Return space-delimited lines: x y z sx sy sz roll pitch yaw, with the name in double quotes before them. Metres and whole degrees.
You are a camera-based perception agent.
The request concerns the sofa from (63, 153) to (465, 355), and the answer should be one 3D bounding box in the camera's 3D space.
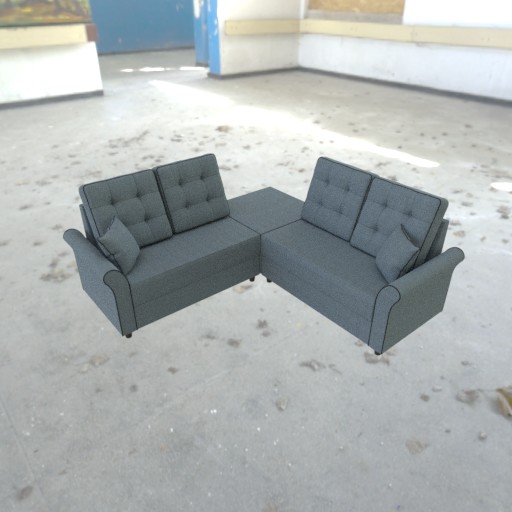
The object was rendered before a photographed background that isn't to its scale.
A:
"sofa" 0.000 0.000 3.255 2.068 0.988 2.070 -23 38 -33
